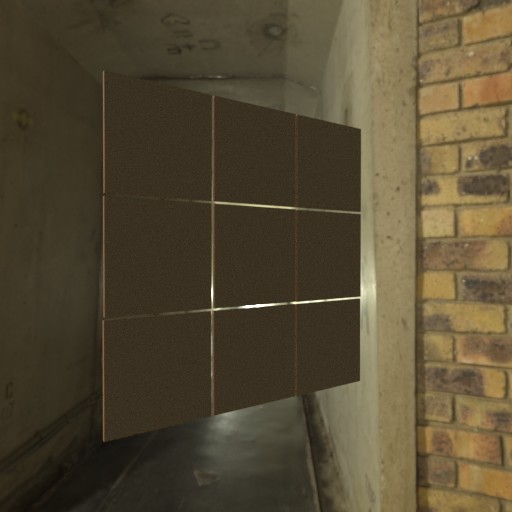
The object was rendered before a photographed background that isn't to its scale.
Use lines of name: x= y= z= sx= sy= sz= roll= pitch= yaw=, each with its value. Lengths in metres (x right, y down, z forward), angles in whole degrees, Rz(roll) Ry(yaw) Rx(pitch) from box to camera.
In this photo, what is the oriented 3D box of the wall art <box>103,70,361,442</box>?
wall art: x=0.000 y=0.000 z=1.357 sx=0.919 sy=0.917 sz=0.010 roll=0 pitch=1 yaw=-35
